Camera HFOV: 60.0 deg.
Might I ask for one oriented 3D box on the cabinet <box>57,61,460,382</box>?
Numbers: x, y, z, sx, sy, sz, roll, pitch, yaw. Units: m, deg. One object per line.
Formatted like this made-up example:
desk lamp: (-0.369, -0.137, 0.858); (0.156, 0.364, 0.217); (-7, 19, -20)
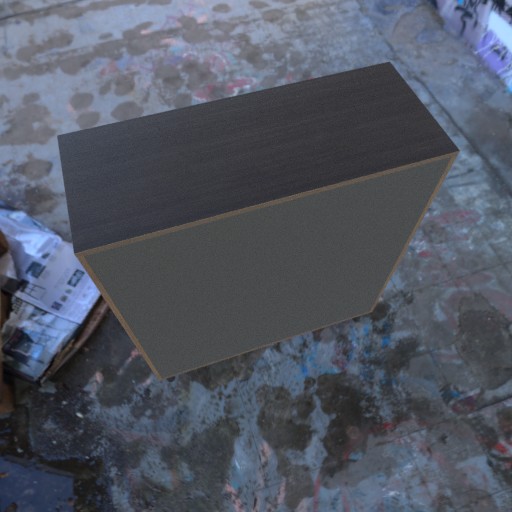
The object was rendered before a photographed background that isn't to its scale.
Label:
cabinet: (0.000, 0.000, 1.692); (1.010, 1.170, 0.400); (-16, 60, -10)
